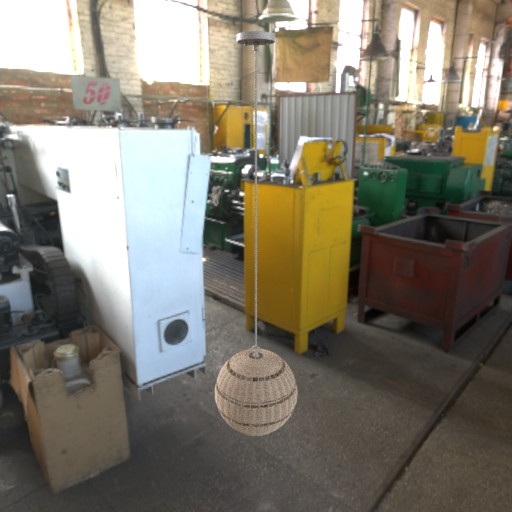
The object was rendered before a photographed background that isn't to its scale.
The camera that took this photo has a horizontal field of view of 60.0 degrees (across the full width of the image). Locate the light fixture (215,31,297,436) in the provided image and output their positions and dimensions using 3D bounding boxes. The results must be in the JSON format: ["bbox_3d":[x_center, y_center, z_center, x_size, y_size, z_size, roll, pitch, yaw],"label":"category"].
[{"bbox_3d":[0.000,0.000,2.230,0.457,2.019,0.457,2,17,7],"label":"light fixture"}]
